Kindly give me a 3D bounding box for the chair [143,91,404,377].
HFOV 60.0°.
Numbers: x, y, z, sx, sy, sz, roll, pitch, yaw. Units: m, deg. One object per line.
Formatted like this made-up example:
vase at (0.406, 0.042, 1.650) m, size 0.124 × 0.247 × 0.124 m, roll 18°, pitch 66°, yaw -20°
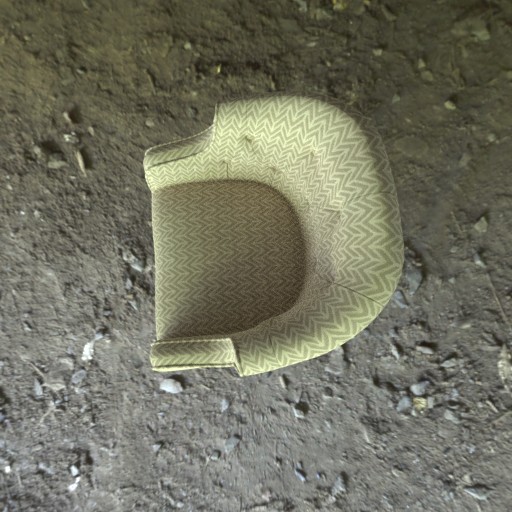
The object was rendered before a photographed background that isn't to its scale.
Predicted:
chair at (0.000, 0.000, 1.318) m, size 0.613 × 0.858 × 0.686 m, roll -5°, pitch 74°, yaw -1°
